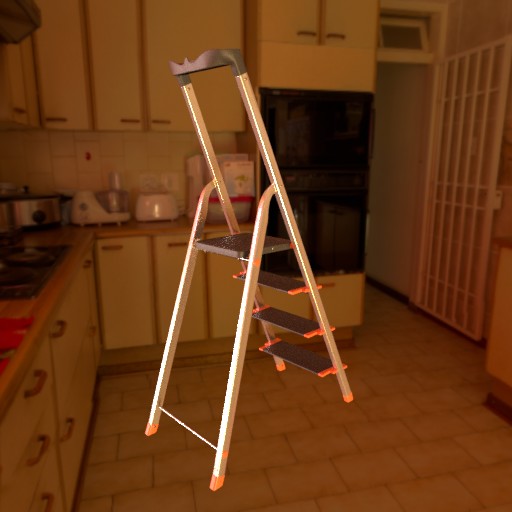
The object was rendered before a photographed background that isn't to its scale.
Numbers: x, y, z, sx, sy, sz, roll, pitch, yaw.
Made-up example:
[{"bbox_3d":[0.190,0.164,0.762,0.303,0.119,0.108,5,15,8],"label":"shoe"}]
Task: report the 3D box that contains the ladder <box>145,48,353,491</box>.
[{"bbox_3d":[0.000,0.000,1.781,0.834,1.429,0.452,-12,18,-43],"label":"ladder"}]
